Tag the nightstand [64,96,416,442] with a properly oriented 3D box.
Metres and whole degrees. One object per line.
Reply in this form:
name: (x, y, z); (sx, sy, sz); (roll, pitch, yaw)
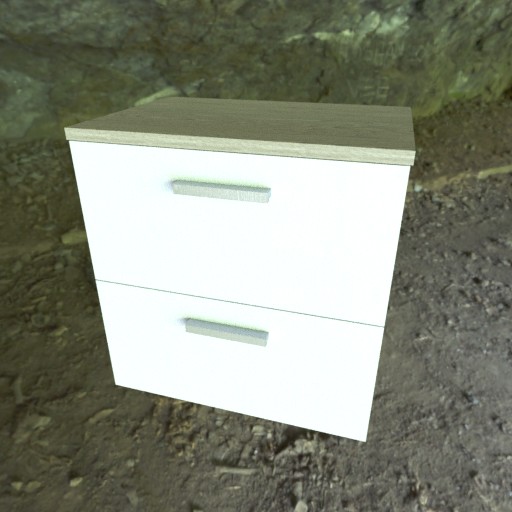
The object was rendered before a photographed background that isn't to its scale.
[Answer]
nightstand: (0.000, 0.000, 0.759); (0.442, 0.461, 0.325); (8, 28, 15)
